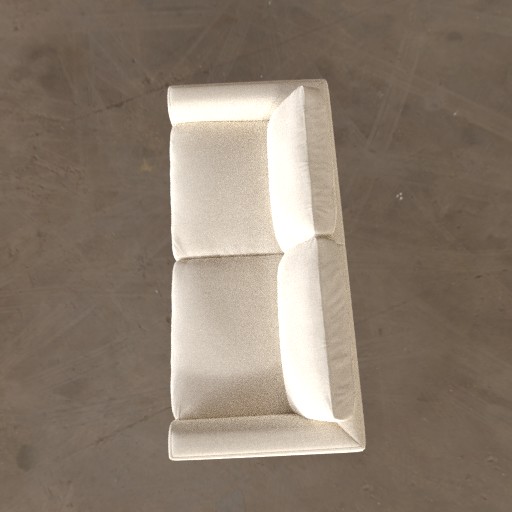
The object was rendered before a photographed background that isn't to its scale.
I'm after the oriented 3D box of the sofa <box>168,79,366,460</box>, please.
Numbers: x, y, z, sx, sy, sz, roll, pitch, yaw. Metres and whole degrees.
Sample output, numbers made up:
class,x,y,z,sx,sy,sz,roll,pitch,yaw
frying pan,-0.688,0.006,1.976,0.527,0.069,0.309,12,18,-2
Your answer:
class,x,y,z,sx,sy,sz,roll,pitch,yaw
sofa,0.000,0.000,2.724,1.070,0.801,2.262,-3,76,-1
